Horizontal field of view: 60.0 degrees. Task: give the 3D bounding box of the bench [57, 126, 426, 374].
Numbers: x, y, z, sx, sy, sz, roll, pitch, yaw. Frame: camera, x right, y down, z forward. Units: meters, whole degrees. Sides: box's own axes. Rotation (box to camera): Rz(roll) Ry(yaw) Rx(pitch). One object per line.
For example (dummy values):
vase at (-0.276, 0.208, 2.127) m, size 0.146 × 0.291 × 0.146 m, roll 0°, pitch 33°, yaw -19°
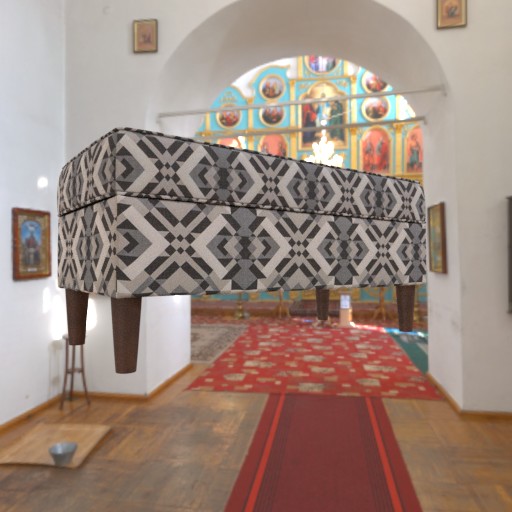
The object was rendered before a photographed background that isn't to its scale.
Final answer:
bench at (0.000, 0.000, 1.307) m, size 1.016 × 0.477 × 0.492 m, roll 1°, pitch -1°, yaw -36°
